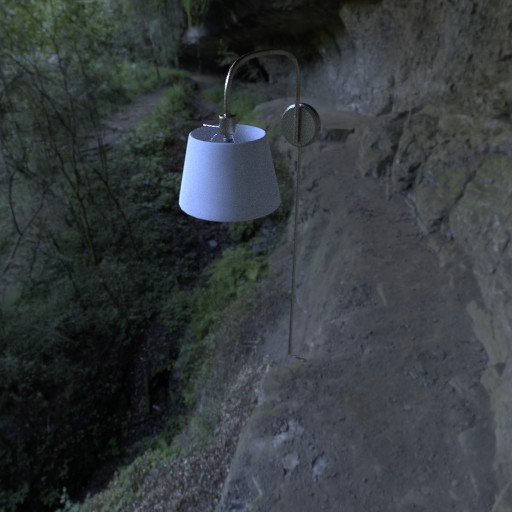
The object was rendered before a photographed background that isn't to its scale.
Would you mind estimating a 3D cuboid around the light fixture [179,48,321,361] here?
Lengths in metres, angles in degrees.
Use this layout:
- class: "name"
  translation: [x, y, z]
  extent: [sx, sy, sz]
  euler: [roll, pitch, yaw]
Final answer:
- class: "light fixture"
  translation: [0.000, 0.000, 0.473]
  extent: [0.092, 0.399, 0.176]
  euler: [19, 34, 29]
